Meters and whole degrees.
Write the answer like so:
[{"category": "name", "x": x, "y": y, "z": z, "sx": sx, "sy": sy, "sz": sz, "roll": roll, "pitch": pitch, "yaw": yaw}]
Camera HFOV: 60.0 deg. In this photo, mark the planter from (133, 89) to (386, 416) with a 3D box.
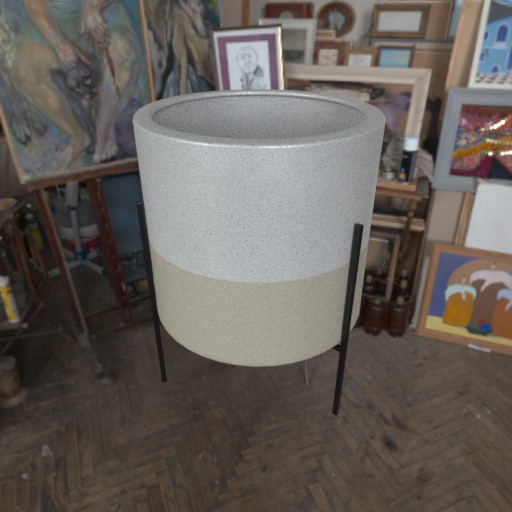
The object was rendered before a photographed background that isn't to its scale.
[{"category": "planter", "x": 0.000, "y": 0.000, "z": 0.758, "sx": 0.368, "sy": 0.484, "sz": 0.359, "roll": -8, "pitch": 31, "yaw": -14}]
